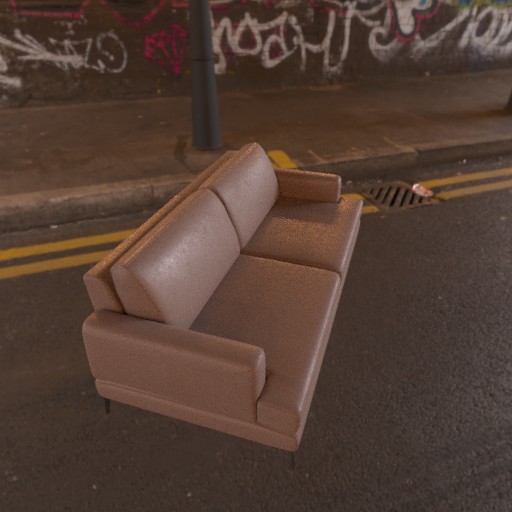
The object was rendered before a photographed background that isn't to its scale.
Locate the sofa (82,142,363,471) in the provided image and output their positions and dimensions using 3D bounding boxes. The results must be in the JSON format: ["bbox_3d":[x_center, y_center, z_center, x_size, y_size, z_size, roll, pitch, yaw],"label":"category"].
[{"bbox_3d":[0.000,0.000,2.480,0.974,0.765,1.940,10,33,15],"label":"sofa"}]
